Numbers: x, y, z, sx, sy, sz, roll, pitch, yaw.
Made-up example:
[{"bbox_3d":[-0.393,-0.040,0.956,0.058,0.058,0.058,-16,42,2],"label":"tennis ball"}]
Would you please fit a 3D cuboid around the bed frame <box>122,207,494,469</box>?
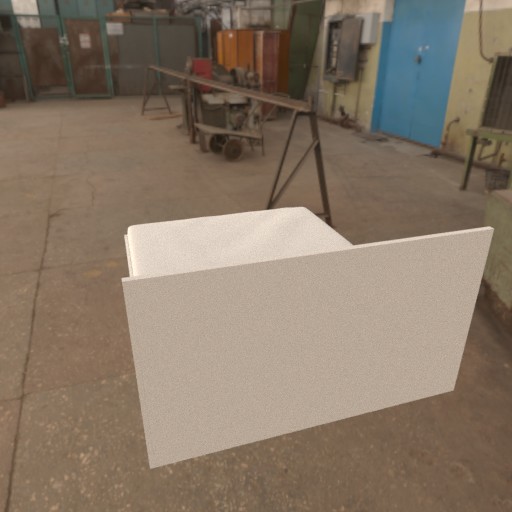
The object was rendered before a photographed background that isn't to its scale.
[{"bbox_3d":[0.000,0.000,2.994,1.711,1.001,2.100,-8,27,-16],"label":"bed frame"}]
